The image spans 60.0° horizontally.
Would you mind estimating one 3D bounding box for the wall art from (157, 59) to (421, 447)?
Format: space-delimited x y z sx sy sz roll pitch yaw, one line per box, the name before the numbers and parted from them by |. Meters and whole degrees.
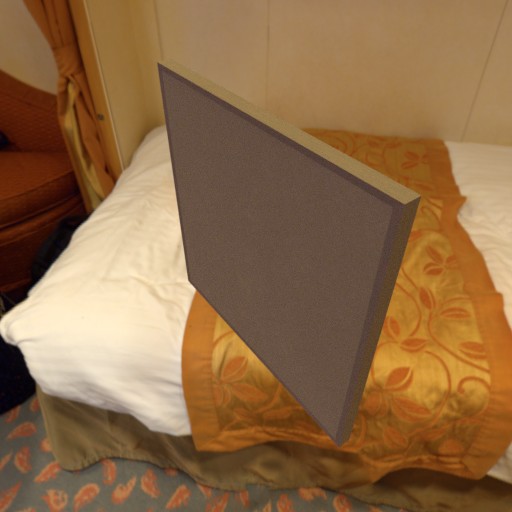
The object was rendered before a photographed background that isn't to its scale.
wall art | 0.000 0.000 1.124 0.038 0.758 0.761 -26 48 -27
